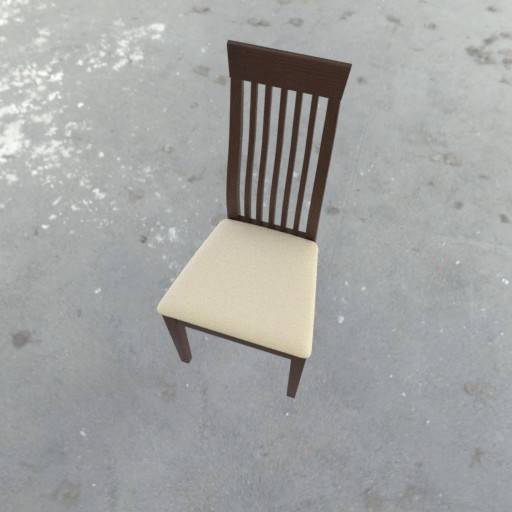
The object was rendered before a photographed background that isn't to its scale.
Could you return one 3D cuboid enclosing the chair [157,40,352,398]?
[{"bbox_3d":[0.000,0.000,1.313,0.460,1.027,0.474,16,59,10],"label":"chair"}]
